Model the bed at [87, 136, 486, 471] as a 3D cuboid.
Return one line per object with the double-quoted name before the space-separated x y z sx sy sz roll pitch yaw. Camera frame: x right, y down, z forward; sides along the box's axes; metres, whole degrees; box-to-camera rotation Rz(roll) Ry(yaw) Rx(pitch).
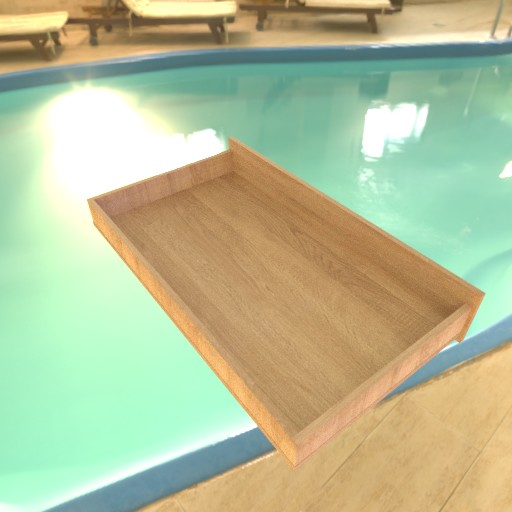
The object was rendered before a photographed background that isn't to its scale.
"bed" 0.000 0.000 1.484 0.685 0.209 1.200 -27 47 -27
